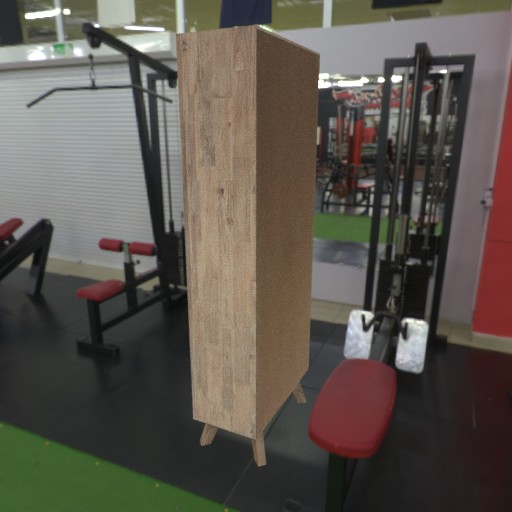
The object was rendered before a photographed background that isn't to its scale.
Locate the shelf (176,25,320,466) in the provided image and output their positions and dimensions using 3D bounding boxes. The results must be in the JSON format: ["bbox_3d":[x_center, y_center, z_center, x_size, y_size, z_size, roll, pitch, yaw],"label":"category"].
[{"bbox_3d":[0.000,0.000,1.540,0.267,1.342,0.491,8,18,25],"label":"shelf"}]
